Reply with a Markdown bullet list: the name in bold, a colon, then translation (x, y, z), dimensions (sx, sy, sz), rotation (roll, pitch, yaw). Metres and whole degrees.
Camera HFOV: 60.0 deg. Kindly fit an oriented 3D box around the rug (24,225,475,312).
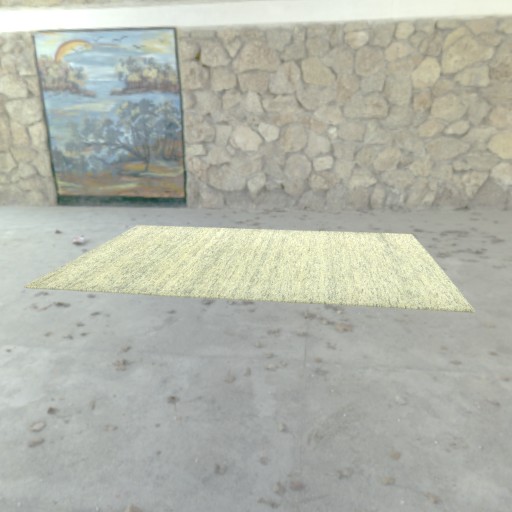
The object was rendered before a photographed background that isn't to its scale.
- **rug**: translation (0.000, 0.000, 2.370), dimensions (1.846, 0.014, 1.243), rotation (2, 17, 8)
